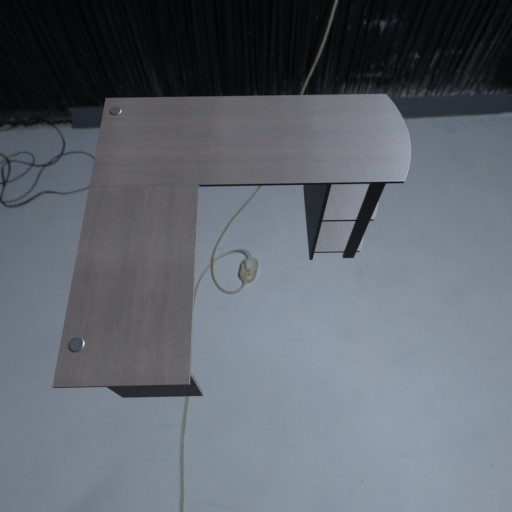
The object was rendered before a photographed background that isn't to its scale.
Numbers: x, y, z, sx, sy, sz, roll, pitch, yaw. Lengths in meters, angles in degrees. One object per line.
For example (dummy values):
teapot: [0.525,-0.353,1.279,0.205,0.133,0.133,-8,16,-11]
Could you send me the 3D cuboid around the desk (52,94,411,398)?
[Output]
desk: [0.000,0.000,2.071,1.361,0.716,1.303,-1,63,-1]
